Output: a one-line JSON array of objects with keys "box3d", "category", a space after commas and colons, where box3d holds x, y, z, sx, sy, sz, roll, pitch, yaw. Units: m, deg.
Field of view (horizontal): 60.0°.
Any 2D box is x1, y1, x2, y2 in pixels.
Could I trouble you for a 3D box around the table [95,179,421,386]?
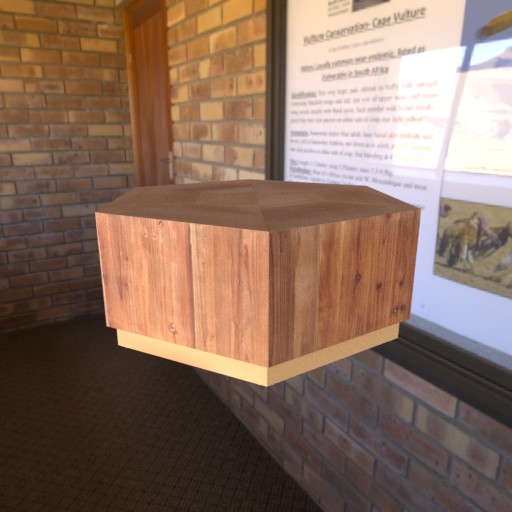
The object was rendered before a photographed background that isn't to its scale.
[{"box3d": [0.000, 0.000, 1.693, 1.154, 0.456, 1.000, 8, 18, 26], "category": "table"}]
